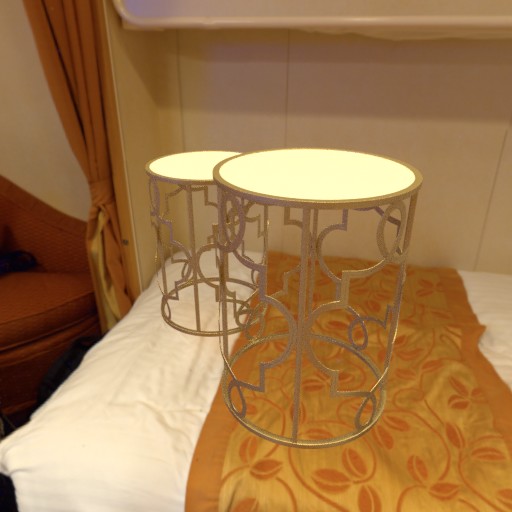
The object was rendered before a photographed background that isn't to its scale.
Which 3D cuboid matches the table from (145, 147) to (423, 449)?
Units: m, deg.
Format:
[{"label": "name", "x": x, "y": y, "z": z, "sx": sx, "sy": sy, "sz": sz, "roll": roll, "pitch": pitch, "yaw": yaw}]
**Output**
[{"label": "table", "x": 0.000, "y": 0.000, "z": 1.191, "sx": 0.420, "sy": 0.564, "sz": 0.846, "roll": -17, "pitch": 30, "yaw": -31}]
